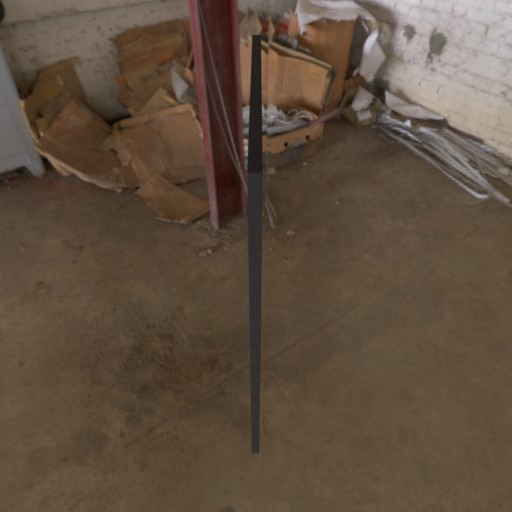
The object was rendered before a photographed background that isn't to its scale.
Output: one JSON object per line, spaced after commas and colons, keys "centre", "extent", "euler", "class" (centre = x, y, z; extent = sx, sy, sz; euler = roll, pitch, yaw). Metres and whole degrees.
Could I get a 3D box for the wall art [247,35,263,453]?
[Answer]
{"centre": [0.000, 0.000, 0.691], "extent": [0.013, 0.534, 0.380], "euler": [0, 42, 0], "class": "wall art"}
